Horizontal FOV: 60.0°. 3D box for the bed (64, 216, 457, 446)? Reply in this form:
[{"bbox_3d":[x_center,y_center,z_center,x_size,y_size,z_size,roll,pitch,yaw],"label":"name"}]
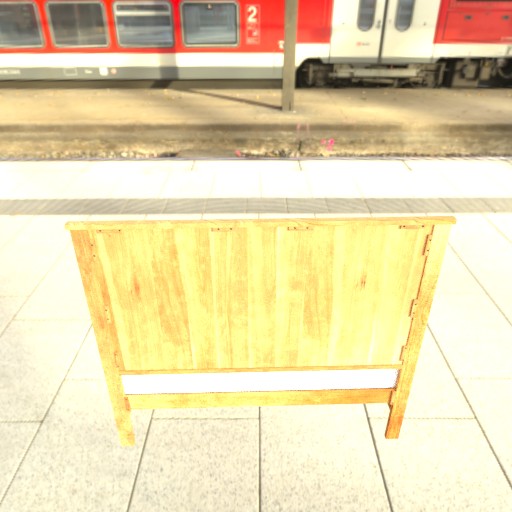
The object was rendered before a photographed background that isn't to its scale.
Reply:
[{"bbox_3d":[0.000,0.000,3.558,1.936,1.686,2.201,-1,31,-2],"label":"bed"}]
